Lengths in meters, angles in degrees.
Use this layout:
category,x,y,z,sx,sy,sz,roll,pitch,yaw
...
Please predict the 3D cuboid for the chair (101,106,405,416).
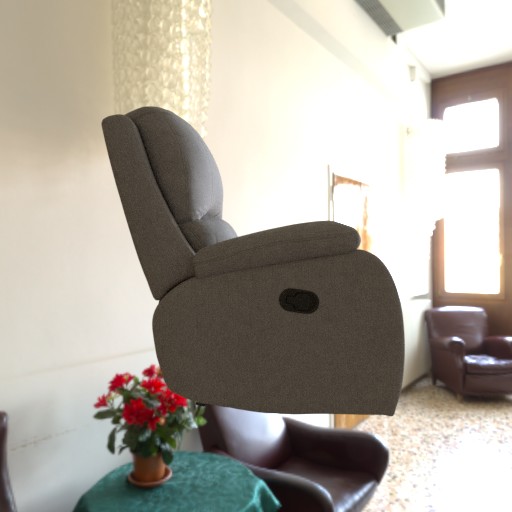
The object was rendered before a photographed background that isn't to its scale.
category,x,y,z,sx,sy,sz,roll,pitch,yaw
chair,0.000,0.000,1.711,0.899,1.011,0.930,0,-1,1
